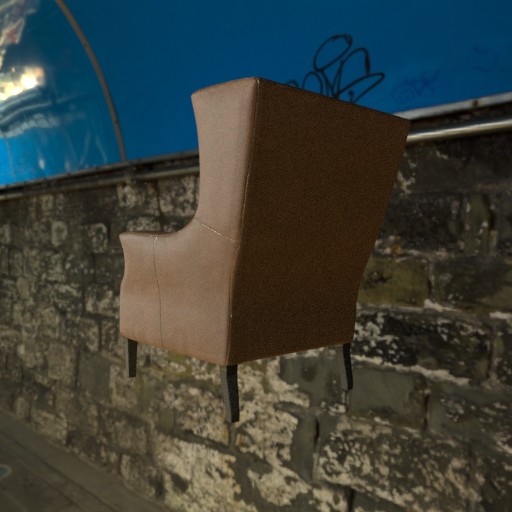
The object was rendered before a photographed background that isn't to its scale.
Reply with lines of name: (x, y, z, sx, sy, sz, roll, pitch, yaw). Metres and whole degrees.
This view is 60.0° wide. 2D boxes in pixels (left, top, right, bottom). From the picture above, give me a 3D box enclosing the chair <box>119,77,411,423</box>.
chair: (0.000, 0.000, 1.717, 0.852, 1.016, 0.925, -1, 2, -36)
